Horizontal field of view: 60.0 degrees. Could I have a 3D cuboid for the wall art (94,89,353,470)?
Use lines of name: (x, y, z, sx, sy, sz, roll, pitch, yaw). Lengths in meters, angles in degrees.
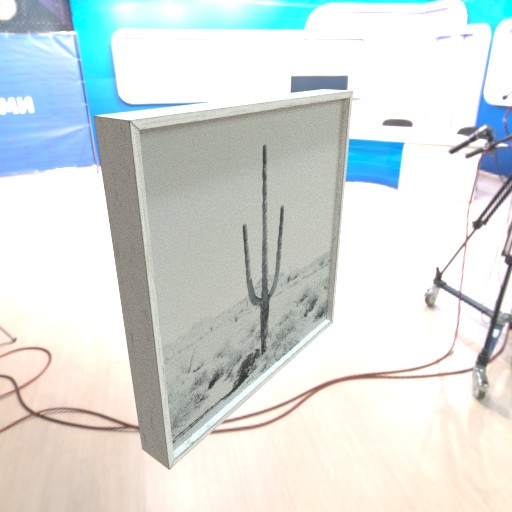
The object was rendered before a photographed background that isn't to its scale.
wall art: (0.000, 0.000, 0.457, 0.038, 0.305, 0.305, 18, 30, 34)
